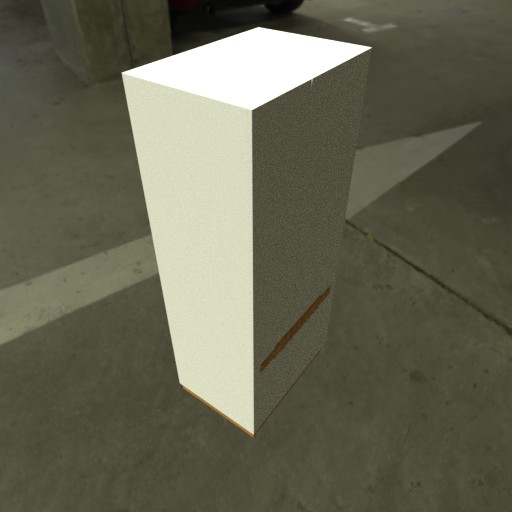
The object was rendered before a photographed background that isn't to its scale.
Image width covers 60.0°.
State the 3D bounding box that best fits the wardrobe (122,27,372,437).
[{"bbox_3d":[0.000,0.000,2.419,0.600,2.040,0.860,25,46,27],"label":"wardrobe"}]
